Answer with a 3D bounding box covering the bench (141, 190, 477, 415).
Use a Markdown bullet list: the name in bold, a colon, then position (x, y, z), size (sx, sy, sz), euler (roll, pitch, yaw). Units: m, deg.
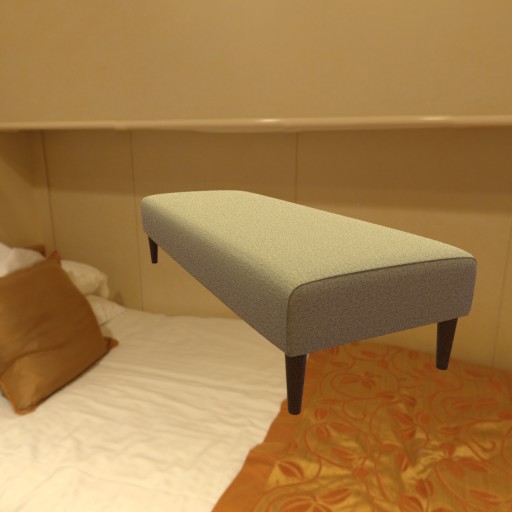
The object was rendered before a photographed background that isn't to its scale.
- **bench**: position (0.000, 0.000, 1.817), size (0.631, 0.383, 1.598), euler (-7, 17, -25)
